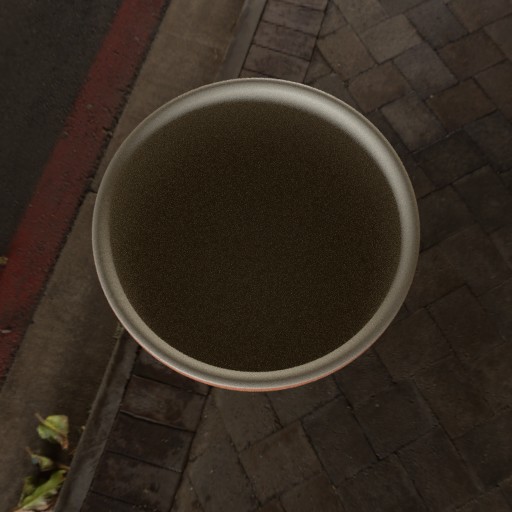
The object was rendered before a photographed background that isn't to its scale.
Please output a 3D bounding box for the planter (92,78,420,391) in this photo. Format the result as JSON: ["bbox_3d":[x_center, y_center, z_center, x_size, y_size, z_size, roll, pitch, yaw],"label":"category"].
[{"bbox_3d":[0.000,0.000,0.217,0.124,0.109,0.124,0,75,0],"label":"planter"}]
